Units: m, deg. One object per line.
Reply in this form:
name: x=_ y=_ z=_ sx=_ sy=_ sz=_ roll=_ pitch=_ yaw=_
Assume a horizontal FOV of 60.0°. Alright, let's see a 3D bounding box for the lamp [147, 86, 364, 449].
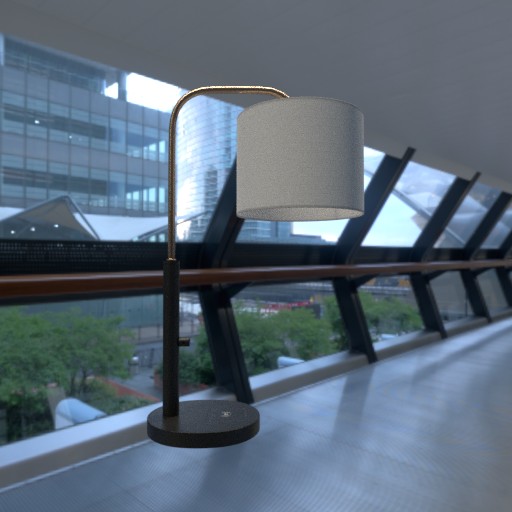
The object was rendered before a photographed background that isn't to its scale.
lamp: x=0.000 y=0.000 z=0.701 sx=0.337 sy=0.540 sz=0.199 roll=0 pitch=-1 yaw=-1
